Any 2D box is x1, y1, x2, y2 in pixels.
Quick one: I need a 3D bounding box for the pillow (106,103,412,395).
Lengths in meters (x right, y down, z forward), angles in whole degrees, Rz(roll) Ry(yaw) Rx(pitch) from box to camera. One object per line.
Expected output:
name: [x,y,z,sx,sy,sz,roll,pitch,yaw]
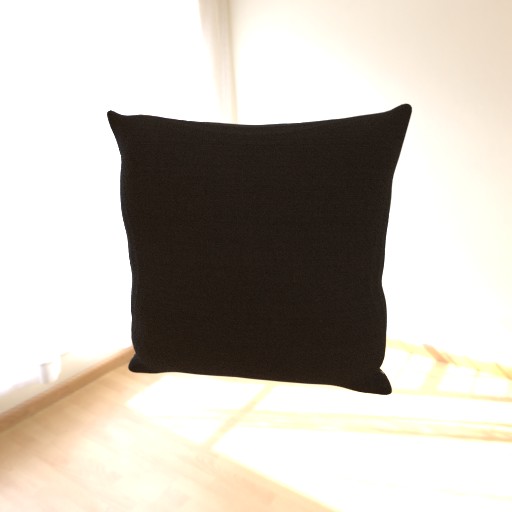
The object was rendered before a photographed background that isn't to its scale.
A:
pillow: [0.000,0.000,0.679,0.440,0.441,0.182,2,17,7]
